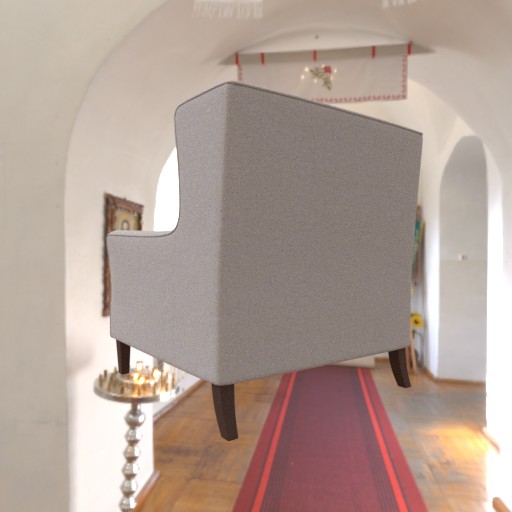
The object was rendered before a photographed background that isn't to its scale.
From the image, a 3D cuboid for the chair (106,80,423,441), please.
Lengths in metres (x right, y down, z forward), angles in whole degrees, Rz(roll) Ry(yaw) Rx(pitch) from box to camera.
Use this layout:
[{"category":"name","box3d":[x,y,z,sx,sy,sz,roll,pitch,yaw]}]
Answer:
[{"category":"chair","box3d":[0.000,0.000,1.898,0.982,1.056,1.040,0,0,-36]}]
